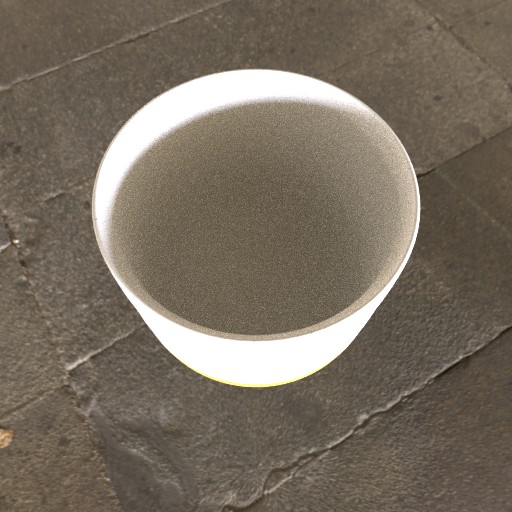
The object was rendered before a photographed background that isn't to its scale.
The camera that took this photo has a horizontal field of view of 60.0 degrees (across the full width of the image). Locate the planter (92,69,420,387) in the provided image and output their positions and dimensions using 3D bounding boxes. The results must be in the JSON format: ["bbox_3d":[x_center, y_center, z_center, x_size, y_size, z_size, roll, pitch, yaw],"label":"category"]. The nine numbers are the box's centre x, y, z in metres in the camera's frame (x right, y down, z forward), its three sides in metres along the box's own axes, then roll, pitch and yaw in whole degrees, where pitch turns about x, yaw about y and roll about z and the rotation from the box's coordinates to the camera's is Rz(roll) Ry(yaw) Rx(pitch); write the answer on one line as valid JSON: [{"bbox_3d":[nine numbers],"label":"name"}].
[{"bbox_3d":[0.000,0.000,0.483,0.268,0.270,0.268,0,64,0],"label":"planter"}]
